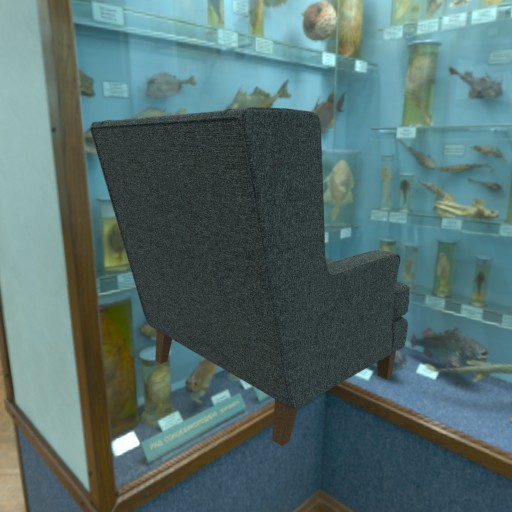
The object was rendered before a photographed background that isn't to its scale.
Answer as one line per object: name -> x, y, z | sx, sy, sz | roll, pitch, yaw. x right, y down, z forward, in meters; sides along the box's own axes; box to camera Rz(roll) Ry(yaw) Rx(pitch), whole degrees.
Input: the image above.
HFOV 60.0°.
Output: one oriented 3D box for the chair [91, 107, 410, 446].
chair -> 0.000, 0.000, 1.833 | 0.927, 1.082, 0.942 | -13, 19, -41
